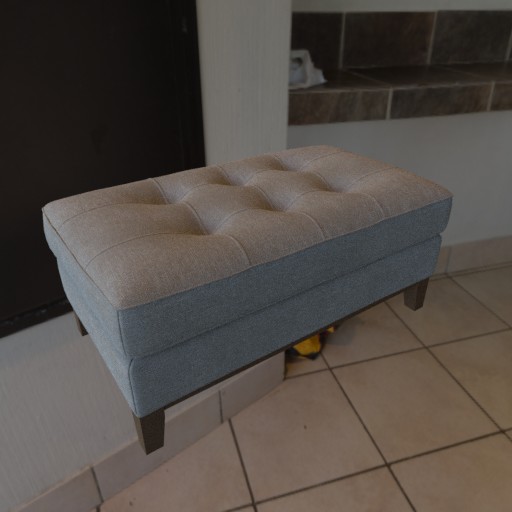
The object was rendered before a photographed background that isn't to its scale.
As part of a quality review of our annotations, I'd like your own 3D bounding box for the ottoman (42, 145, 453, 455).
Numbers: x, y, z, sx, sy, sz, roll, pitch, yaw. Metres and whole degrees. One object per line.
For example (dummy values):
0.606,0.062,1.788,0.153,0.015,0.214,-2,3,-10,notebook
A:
0.000,0.000,1.461,1.143,0.514,0.648,-19,35,-30,ottoman
